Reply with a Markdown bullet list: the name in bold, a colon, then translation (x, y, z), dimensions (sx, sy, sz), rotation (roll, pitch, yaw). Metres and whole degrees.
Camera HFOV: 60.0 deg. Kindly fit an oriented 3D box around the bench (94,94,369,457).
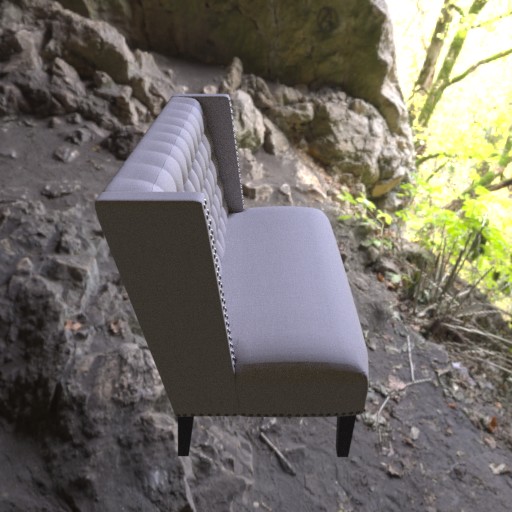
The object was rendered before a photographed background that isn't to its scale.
- **bench**: translation (0.000, 0.000, 1.978), dimensions (0.847, 1.123, 1.280), rotation (0, 32, 0)
